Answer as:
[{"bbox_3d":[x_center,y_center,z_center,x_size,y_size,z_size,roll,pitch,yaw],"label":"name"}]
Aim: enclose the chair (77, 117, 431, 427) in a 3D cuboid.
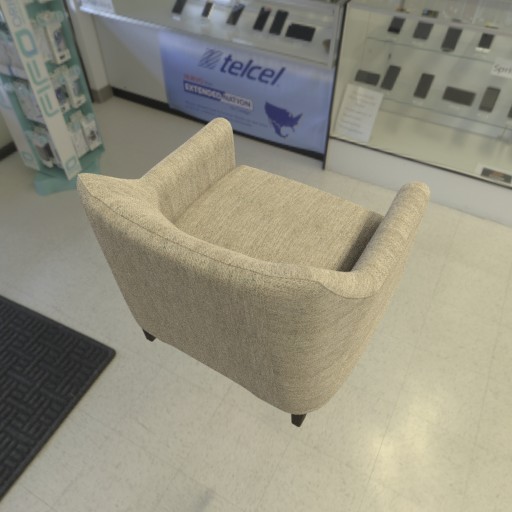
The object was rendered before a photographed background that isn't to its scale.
[{"bbox_3d":[0.000,0.000,1.368,0.796,0.761,0.758,24,51,21],"label":"chair"}]
